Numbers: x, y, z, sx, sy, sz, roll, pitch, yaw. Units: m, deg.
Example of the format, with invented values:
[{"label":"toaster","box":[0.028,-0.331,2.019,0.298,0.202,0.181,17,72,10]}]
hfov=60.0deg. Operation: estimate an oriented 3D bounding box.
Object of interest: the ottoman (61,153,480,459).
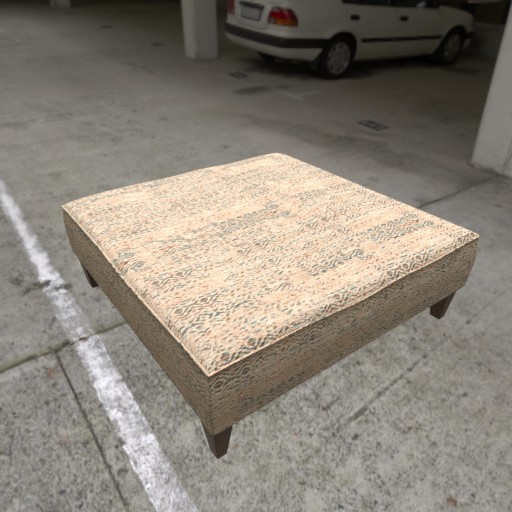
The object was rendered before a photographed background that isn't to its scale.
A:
[{"label":"ottoman","box":[0.000,0.000,1.508,0.968,0.356,1.004,-21,37,-30]}]
